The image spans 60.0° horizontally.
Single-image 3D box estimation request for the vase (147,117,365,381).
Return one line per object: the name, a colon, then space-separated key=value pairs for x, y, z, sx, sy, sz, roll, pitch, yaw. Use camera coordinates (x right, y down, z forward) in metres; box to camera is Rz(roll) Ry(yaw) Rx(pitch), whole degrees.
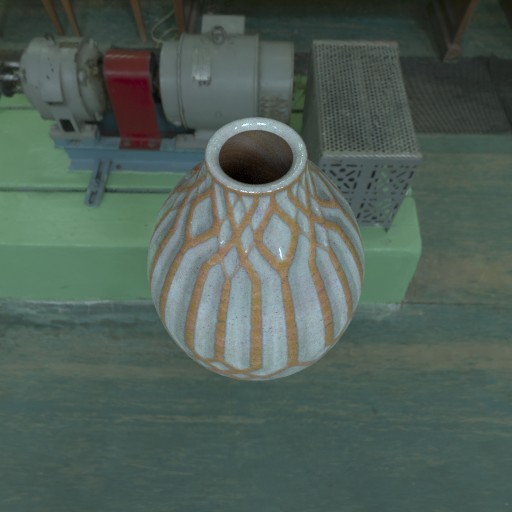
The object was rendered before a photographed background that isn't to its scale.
vase: x=0.000 y=0.000 z=0.264 sx=0.131 sy=0.175 sz=0.131 roll=0 pitch=59 yaw=0
